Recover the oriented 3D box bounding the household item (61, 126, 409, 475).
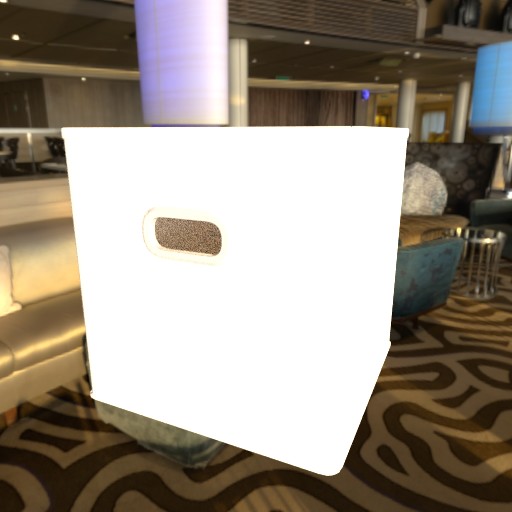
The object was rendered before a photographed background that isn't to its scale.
[{"bbox_3d":[0.000,0.000,0.550,0.305,0.305,0.305,7,17,24],"label":"household item"}]
